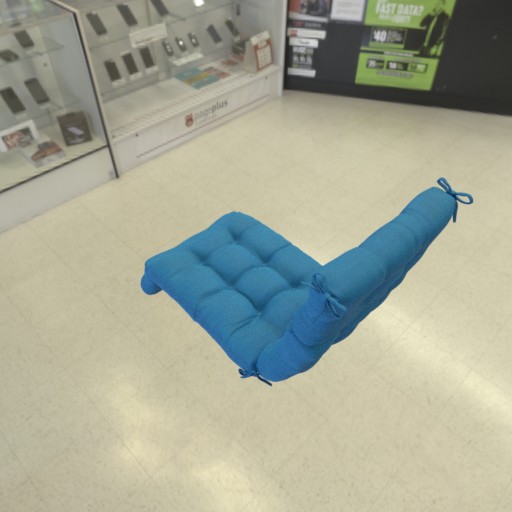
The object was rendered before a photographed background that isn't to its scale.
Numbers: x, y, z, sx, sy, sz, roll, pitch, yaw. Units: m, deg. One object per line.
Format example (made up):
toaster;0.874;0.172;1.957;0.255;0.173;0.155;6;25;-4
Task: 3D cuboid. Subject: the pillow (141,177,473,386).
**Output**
pillow;0.000;0.000;1.501;0.526;0.863;1.016;-34;55;-28
